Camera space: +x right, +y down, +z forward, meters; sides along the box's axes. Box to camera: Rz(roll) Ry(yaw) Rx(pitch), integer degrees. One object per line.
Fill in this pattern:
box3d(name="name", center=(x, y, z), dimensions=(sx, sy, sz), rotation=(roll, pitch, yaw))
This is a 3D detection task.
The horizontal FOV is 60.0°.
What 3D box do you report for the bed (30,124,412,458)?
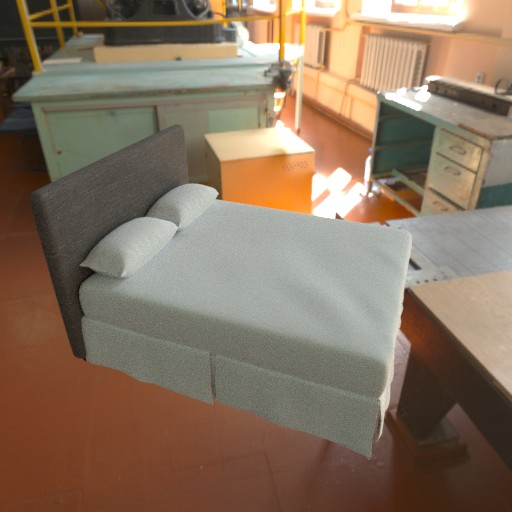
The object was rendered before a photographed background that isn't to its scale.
box3d(name="bed", center=(0.000, 0.000, 3.175), dimensions=(2.142, 1.330, 1.723), rotation=(11, 33, 18))
